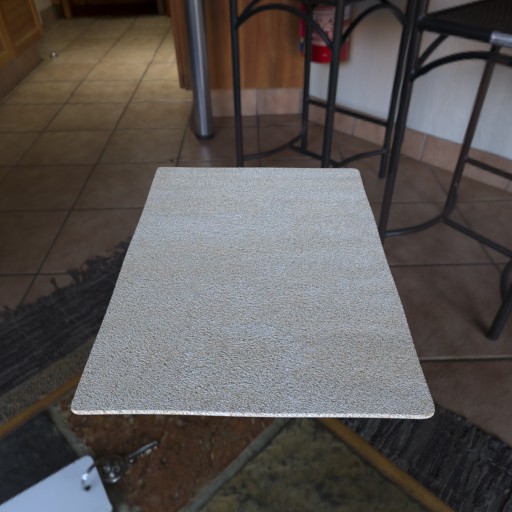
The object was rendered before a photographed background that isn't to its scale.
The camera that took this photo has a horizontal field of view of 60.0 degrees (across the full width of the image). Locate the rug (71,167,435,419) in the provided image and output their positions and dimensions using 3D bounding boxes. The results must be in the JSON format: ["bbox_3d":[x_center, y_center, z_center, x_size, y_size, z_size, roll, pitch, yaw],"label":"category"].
[{"bbox_3d":[0.000,0.000,2.053,1.199,0.025,1.600,1,41,1],"label":"rug"}]
